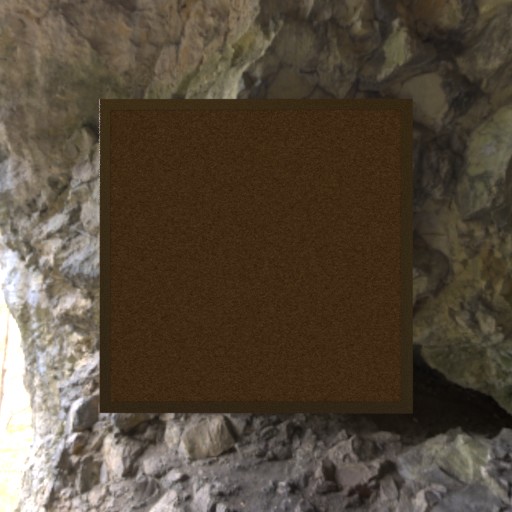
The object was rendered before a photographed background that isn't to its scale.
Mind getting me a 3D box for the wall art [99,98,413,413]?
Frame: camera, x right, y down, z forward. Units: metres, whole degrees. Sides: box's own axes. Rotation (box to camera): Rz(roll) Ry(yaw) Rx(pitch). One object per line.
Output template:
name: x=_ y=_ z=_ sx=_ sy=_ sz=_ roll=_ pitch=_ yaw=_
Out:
wall art: x=0.000 y=0.000 z=0.449 sx=0.304 sy=0.305 sz=0.038 roll=0 pitch=0 yaw=0
